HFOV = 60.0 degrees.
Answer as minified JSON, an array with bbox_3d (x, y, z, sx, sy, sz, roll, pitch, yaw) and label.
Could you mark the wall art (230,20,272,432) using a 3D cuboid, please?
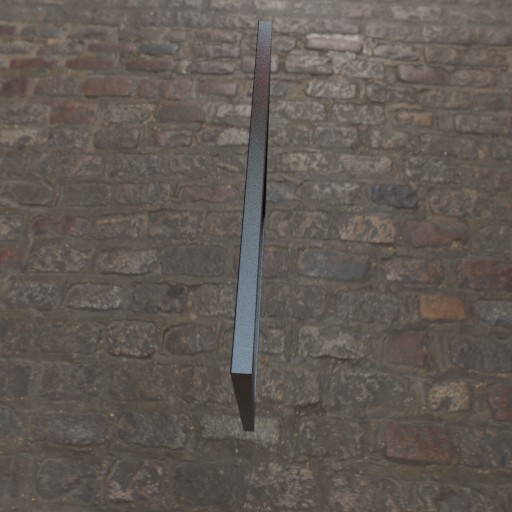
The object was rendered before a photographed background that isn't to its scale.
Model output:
[{"bbox_3d":[0.000,0.000,0.518,0.014,0.349,0.349,3,63,1],"label":"wall art"}]
